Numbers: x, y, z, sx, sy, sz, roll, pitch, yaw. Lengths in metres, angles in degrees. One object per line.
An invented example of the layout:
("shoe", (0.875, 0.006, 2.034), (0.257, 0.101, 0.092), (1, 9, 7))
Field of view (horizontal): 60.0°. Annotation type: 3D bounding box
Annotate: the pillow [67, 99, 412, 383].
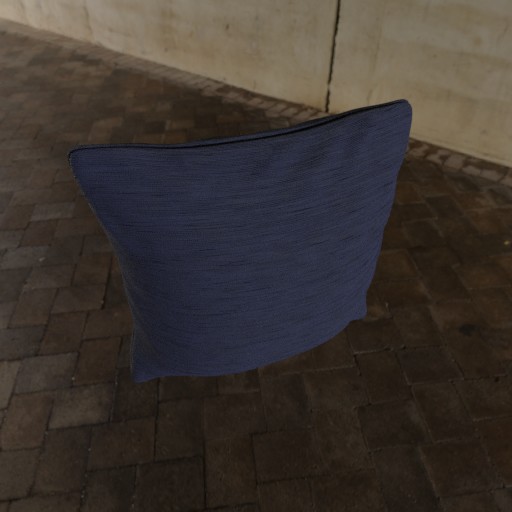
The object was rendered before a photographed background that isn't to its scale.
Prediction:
("pillow", (0.000, 0.000, 0.652), (0.432, 0.414, 0.246), (-13, 42, -15))
